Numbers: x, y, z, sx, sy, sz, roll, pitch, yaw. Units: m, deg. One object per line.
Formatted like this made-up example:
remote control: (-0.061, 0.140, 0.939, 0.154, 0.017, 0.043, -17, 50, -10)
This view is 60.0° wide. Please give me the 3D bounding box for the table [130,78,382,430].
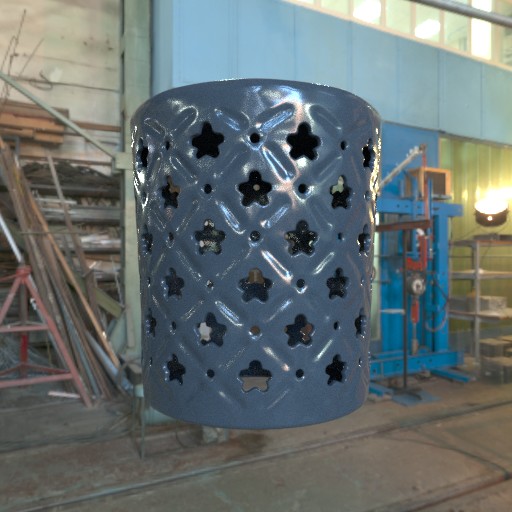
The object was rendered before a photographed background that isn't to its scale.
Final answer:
table: (0.000, 0.000, 0.642, 0.352, 0.387, 0.352, 0, 0, 0)
